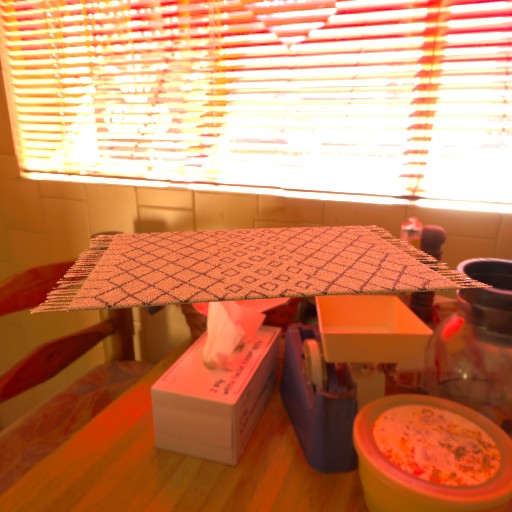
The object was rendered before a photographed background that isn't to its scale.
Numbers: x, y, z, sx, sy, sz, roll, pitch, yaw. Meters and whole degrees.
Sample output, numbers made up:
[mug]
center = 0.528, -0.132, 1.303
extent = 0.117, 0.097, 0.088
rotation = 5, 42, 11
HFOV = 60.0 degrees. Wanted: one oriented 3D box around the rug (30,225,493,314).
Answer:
[rug]
center = 0.000, 0.000, 3.232
extent = 2.615, 0.029, 1.664
rotation = -2, 17, -8
